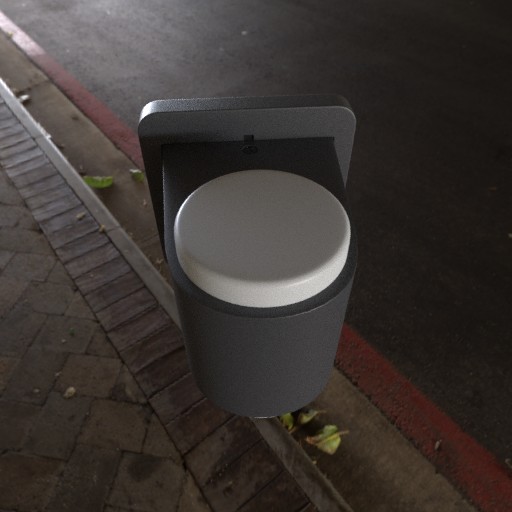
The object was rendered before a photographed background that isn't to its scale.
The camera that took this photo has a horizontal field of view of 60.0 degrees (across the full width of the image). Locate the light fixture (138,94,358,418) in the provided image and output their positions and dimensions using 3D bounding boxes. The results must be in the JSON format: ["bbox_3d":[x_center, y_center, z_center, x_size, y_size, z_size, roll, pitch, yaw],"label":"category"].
[{"bbox_3d":[0.000,0.000,0.218,0.109,0.109,0.132,-3,45,-3],"label":"light fixture"}]
